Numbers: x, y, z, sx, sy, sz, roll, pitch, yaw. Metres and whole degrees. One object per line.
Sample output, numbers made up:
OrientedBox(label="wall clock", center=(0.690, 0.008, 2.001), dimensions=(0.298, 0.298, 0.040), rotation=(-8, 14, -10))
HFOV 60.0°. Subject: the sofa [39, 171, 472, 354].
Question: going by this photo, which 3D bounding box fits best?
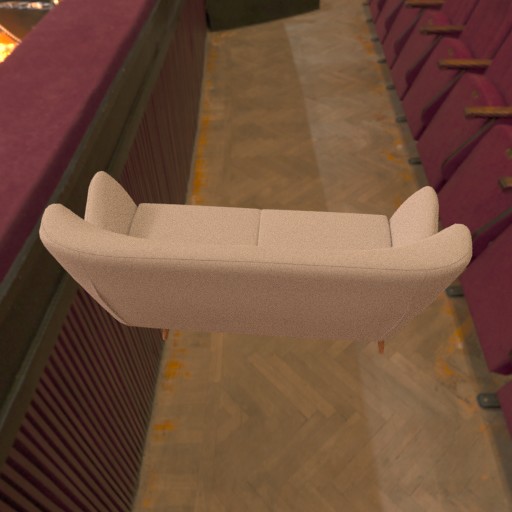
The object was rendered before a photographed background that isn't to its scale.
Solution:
OrientedBox(label="sofa", center=(0.000, 0.000, 2.335), dimensions=(1.930, 0.890, 0.899), rotation=(3, 46, 3))
